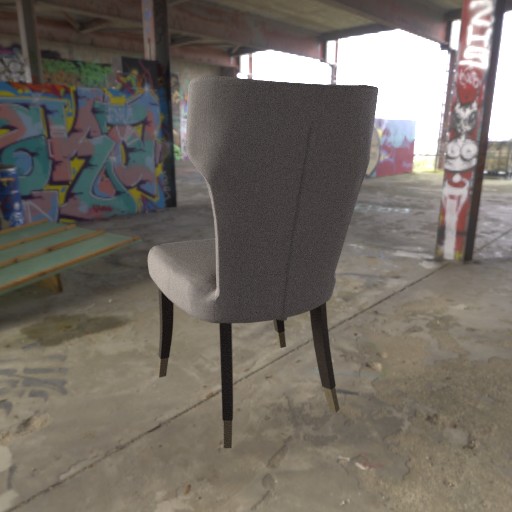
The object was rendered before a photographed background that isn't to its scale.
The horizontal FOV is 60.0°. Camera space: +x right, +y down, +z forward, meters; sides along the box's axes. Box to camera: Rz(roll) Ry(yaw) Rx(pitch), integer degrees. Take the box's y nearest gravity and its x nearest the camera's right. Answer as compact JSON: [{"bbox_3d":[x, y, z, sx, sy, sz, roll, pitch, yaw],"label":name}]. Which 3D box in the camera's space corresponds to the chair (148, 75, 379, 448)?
[{"bbox_3d":[0.000,0.000,1.330,0.526,0.950,0.630,-8,18,-26],"label":"chair"}]
